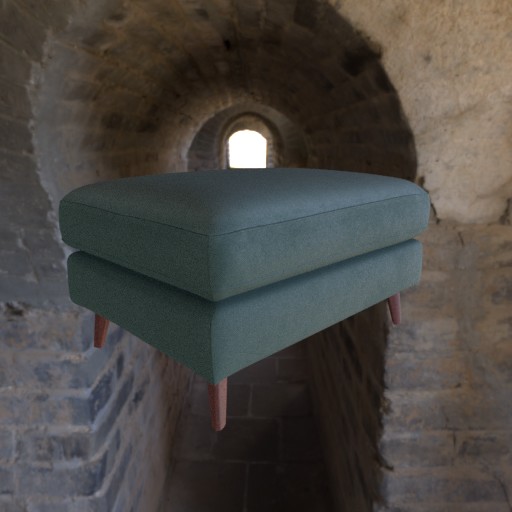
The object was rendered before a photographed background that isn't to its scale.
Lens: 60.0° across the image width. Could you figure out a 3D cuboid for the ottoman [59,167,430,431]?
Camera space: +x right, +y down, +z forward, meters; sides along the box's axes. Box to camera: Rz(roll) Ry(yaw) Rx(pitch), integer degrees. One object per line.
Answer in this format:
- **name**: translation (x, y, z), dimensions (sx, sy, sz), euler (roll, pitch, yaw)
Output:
- **ottoman**: translation (0.000, 0.000, 1.172), dimensions (0.608, 0.449, 0.811), euler (14, 20, 43)
